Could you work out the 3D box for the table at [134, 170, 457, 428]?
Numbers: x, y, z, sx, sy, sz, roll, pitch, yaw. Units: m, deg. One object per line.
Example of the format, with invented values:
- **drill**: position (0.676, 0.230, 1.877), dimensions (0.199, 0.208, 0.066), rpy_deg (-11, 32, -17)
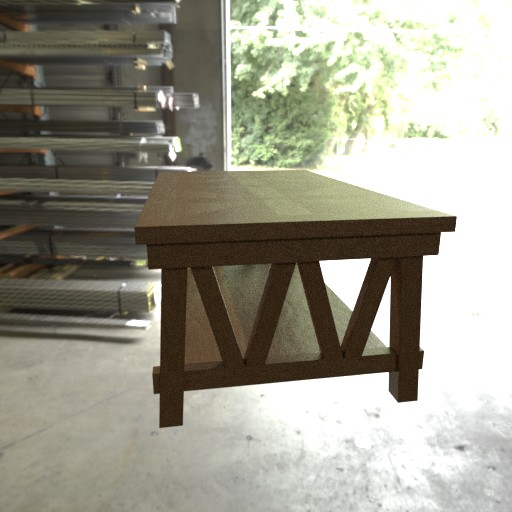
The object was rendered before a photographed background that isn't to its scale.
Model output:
- **table**: position (0.000, 0.000, 1.619), dimensions (0.711, 0.507, 1.270), rpy_deg (-3, 16, -9)
